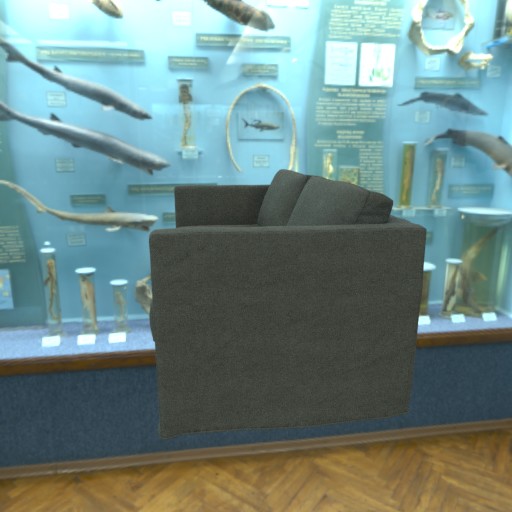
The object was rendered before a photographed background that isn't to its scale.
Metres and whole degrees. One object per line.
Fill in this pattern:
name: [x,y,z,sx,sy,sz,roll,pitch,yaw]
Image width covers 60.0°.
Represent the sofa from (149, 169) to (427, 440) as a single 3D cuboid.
sofa: [0.000,0.000,2.361,0.974,0.854,1.802,-2,14,-7]
